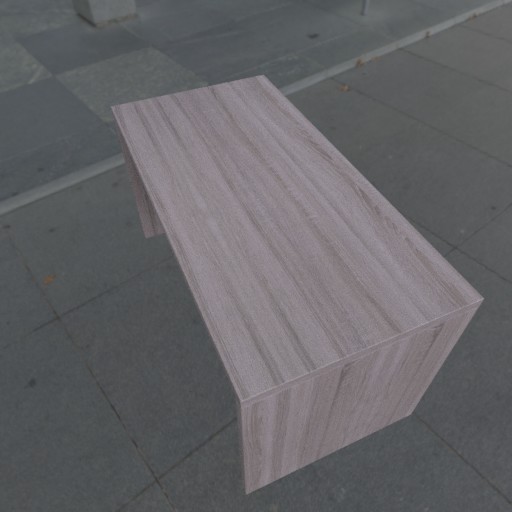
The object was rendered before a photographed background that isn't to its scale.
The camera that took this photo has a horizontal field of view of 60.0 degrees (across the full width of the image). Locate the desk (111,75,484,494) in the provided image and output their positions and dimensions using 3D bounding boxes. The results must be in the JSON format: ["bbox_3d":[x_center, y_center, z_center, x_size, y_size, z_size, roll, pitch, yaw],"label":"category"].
[{"bbox_3d":[0.000,0.000,1.762,0.690,0.745,1.380,-18,50,-16],"label":"desk"}]
